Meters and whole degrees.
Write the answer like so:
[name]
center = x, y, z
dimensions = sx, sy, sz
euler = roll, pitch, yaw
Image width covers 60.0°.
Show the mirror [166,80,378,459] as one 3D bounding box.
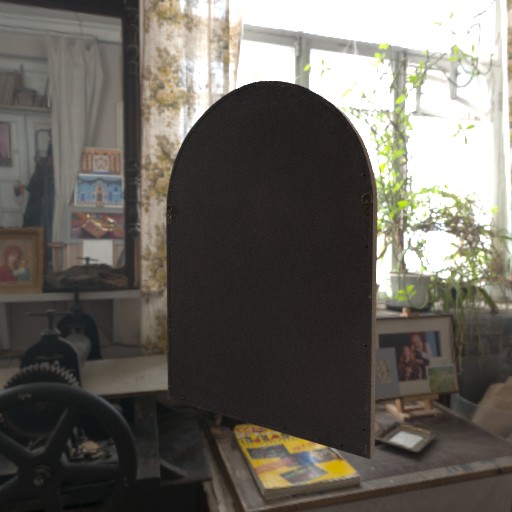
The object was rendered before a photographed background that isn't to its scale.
[mirror]
center = 0.000, 0.000, 1.200
dimensions = 0.660, 0.920, 0.032
euler = 2, 3, 35
